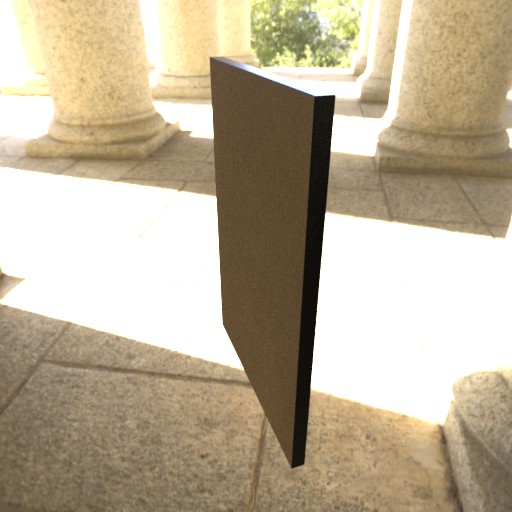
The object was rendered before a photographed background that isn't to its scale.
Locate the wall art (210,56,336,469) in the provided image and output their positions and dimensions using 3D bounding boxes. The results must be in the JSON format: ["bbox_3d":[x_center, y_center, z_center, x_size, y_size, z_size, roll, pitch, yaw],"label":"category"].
[{"bbox_3d":[0.000,0.000,0.586,0.019,0.455,0.314,-10,31,-17],"label":"wall art"}]
